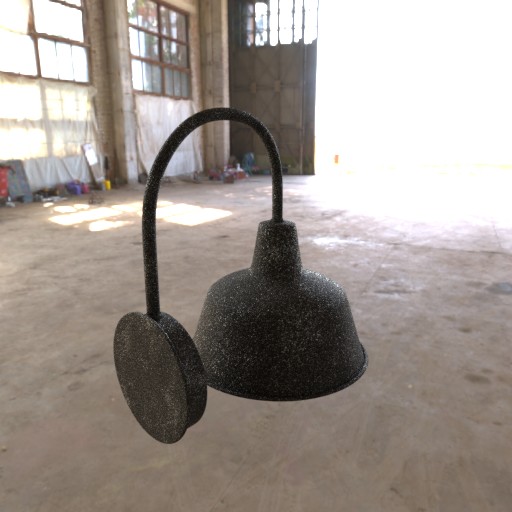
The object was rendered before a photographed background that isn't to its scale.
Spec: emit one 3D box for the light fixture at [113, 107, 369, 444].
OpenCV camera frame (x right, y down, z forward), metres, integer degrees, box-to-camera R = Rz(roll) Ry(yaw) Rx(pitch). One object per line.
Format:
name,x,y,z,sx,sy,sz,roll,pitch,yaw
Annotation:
light fixture,0.000,0.000,0.477,0.216,0.300,0.283,14,20,43
